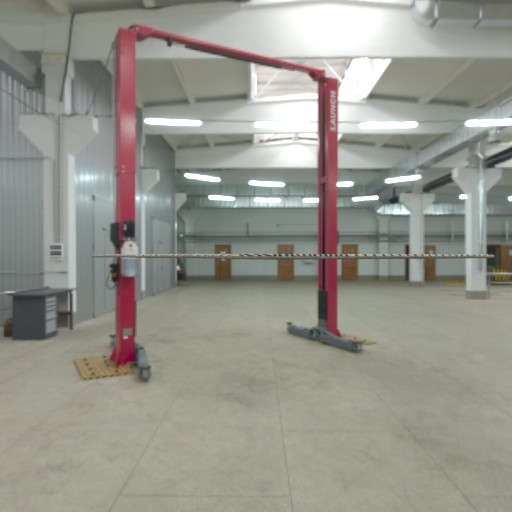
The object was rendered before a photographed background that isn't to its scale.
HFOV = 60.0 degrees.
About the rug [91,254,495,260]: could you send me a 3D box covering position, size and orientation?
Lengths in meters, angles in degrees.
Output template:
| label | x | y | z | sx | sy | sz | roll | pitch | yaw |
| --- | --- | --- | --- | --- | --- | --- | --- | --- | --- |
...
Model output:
| label | x | y | z | sx | sy | sz | roll | pitch | yaw |
| --- | --- | --- | --- | --- | --- | --- | --- | --- | --- |
| rug | 0.000 | 0.000 | 2.978 | 1.539 | 0.023 | 2.406 | 0 | 0 | -35 |
